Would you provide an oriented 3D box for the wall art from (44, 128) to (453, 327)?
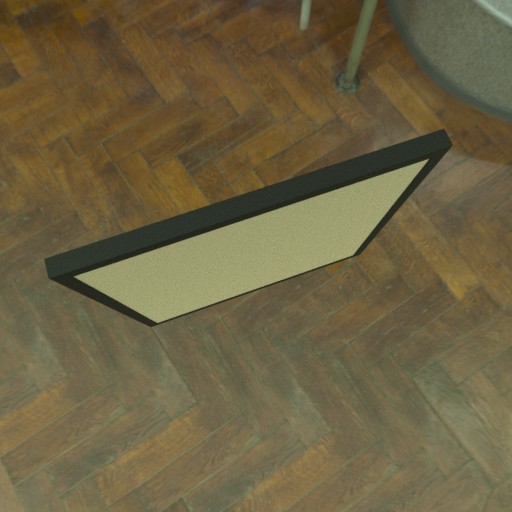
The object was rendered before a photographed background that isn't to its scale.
[{"bbox_3d":[0.000,0.000,0.465,0.306,0.304,0.015,-19,76,-5],"label":"wall art"}]
